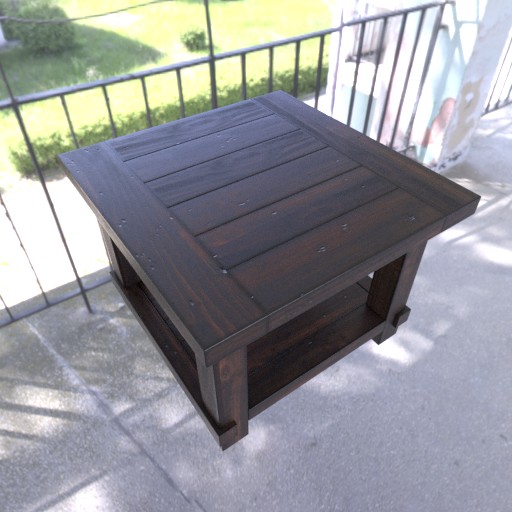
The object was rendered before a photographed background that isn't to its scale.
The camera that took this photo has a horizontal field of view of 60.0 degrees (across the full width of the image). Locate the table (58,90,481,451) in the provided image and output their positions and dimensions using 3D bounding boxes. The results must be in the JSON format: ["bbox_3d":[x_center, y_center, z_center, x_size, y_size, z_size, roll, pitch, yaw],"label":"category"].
[{"bbox_3d":[0.000,0.000,1.020,0.593,0.437,0.606,-26,48,-25],"label":"table"}]
